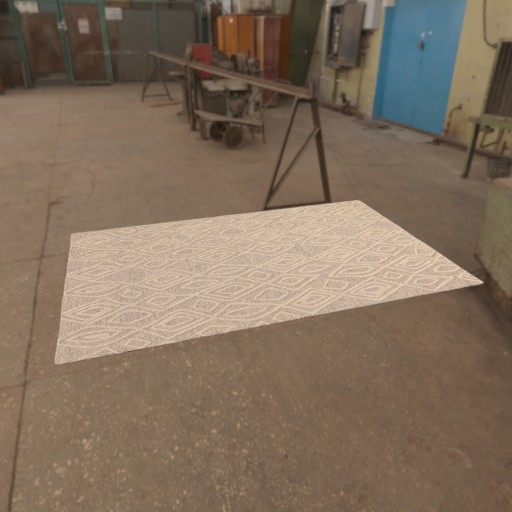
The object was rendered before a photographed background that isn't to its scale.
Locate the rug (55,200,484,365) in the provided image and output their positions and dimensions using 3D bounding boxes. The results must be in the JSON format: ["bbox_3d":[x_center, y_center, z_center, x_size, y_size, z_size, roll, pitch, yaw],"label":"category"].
[{"bbox_3d":[0.000,0.000,3.021,2.442,0.010,1.546,-8,28,-16],"label":"rug"}]
